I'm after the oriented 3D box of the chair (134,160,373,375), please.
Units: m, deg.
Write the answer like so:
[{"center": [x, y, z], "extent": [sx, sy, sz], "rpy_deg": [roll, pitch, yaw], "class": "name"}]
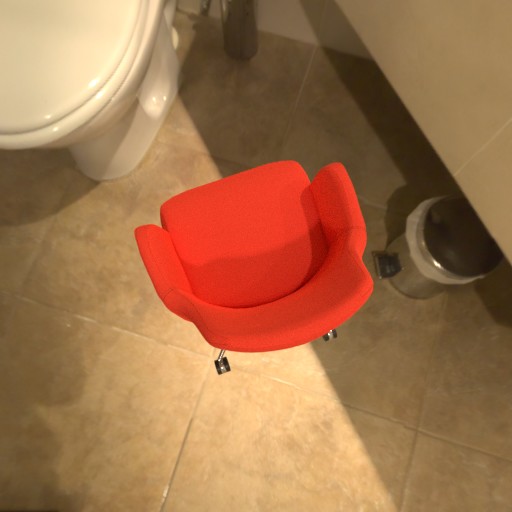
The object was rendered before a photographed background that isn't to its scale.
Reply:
[{"center": [0.000, 0.000, 1.296], "extent": [0.655, 0.820, 0.600], "rpy_deg": [-19, 77, -4], "class": "chair"}]
